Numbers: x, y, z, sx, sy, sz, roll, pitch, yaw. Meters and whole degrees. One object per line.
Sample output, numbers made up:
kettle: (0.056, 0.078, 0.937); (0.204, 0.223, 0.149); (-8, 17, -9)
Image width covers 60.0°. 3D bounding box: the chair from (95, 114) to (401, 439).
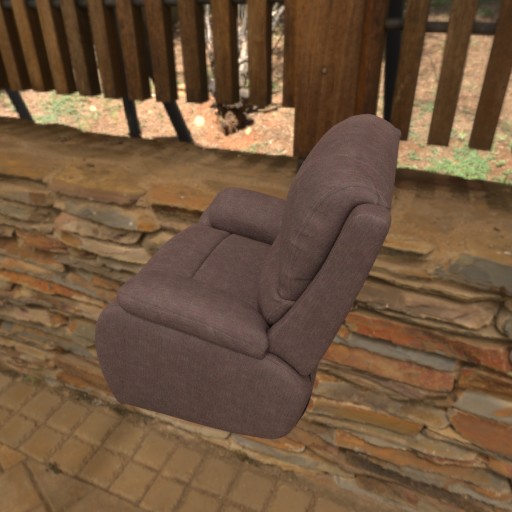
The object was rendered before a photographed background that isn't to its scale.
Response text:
chair: (0.000, 0.000, 1.653); (0.899, 1.011, 0.930); (9, 31, 15)
